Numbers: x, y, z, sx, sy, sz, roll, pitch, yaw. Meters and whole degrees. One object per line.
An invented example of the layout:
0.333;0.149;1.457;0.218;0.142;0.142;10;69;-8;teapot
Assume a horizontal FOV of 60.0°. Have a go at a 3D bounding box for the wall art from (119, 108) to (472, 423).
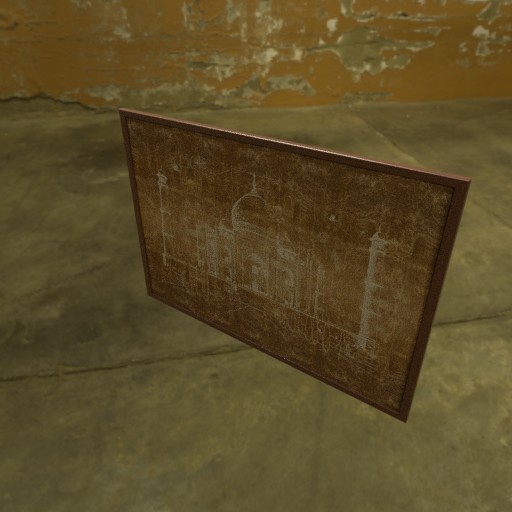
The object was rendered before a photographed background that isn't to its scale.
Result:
0.000;0.000;0.835;0.660;0.455;0.014;20;37;30;wall art
